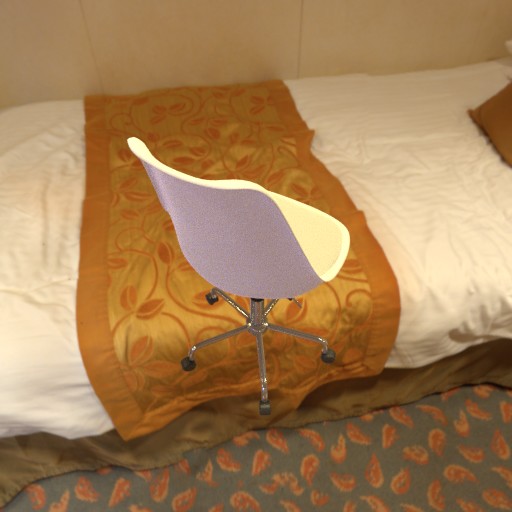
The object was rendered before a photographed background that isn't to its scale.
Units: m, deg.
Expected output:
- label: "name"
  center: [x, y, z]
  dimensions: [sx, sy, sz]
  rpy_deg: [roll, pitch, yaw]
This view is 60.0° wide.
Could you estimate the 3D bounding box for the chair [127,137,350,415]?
- label: "chair"
  center: [0.000, 0.000, 1.272]
  dimensions: [0.550, 0.930, 0.550]
  rpy_deg: [24, 51, 21]
